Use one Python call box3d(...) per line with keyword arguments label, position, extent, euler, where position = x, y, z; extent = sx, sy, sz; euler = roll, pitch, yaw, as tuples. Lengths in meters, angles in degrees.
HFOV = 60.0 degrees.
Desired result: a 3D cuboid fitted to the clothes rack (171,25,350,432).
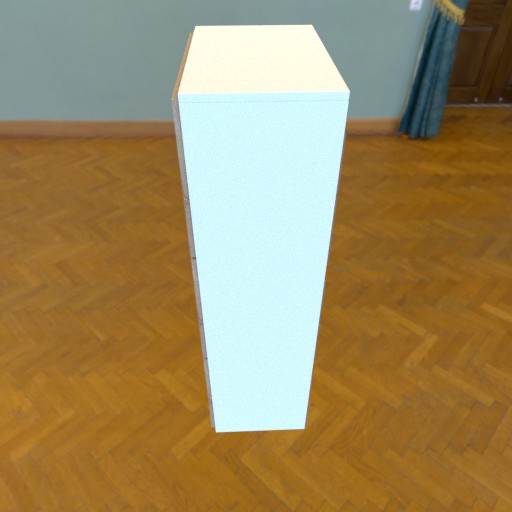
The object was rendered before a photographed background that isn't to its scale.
box3d(label="clothes rack", position=(0.000, 0.000, 1.372), extent=(0.331, 1.187, 0.500), euler=(-2, 40, -2))
